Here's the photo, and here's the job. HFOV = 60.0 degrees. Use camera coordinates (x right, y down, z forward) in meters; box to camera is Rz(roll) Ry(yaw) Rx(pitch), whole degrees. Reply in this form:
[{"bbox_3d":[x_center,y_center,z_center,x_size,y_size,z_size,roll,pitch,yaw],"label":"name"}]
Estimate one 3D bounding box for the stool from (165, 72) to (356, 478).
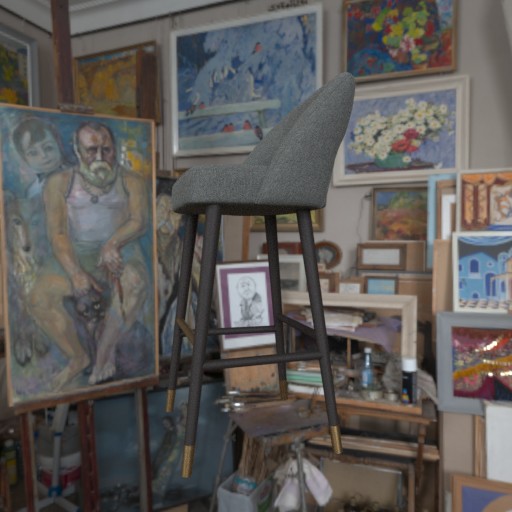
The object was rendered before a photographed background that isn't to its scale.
[{"bbox_3d":[0.000,0.000,1.381,0.524,1.089,0.536,-1,2,-17],"label":"stool"}]
